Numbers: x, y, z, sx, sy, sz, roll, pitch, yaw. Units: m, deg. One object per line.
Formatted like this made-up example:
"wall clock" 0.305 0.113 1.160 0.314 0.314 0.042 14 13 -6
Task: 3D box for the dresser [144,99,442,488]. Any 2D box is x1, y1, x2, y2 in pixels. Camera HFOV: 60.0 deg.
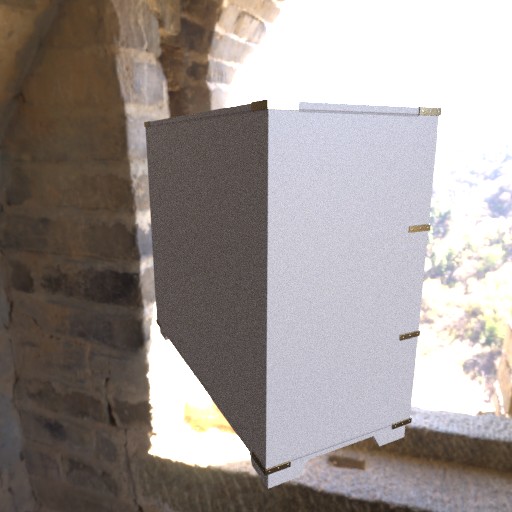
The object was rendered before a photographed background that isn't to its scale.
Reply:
"dresser" 0.000 0.000 1.482 0.460 0.891 1.022 -7 16 -26
